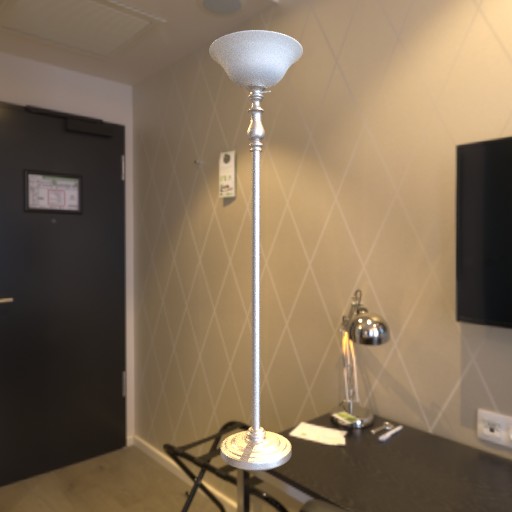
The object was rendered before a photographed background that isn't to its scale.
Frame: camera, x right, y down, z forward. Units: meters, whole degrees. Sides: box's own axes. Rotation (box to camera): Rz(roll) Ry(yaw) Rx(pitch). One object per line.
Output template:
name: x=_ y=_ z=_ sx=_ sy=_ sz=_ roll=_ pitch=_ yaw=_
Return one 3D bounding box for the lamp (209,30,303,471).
lamp: x=0.000 y=0.000 z=1.949 sx=0.405 sy=1.771 sz=0.405 roll=0 pitch=1 yaw=18
